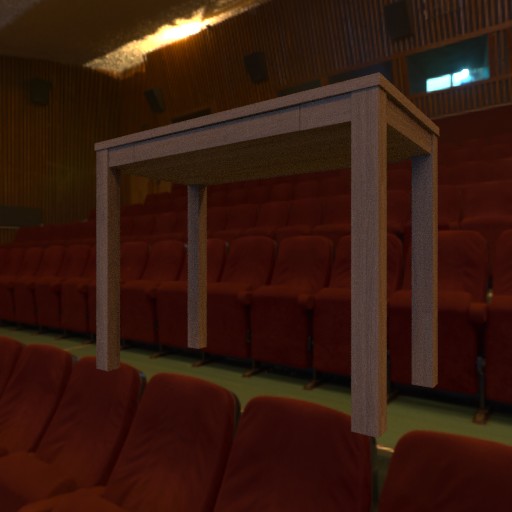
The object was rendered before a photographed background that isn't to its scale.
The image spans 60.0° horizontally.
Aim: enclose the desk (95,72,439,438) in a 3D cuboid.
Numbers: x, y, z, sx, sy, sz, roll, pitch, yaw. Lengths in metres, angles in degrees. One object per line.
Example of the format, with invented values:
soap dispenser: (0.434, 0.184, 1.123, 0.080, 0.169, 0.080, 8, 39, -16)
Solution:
desk: (0.000, 0.000, 1.411, 0.991, 0.762, 0.495, 0, 0, 36)
